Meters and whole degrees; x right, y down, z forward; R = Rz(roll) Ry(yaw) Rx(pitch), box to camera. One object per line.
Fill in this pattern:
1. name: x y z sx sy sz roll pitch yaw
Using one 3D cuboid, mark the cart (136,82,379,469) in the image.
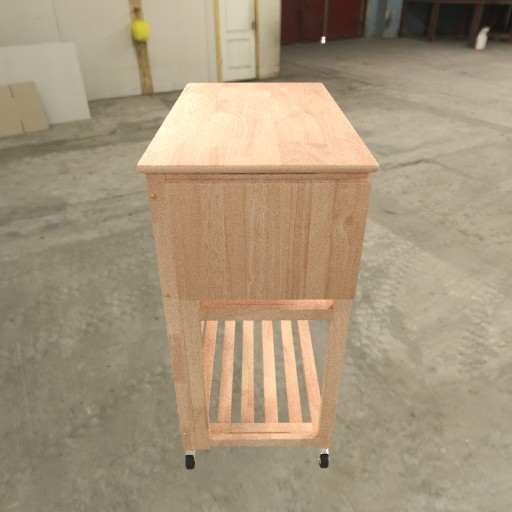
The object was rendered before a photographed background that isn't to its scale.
1. cart: 0.000 0.000 1.356 0.432 0.879 0.853 0 32 0
